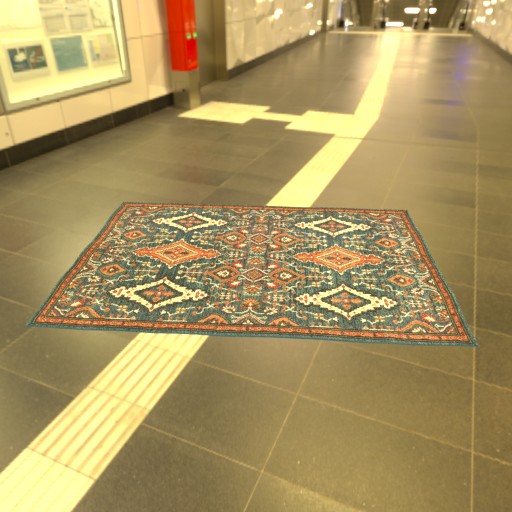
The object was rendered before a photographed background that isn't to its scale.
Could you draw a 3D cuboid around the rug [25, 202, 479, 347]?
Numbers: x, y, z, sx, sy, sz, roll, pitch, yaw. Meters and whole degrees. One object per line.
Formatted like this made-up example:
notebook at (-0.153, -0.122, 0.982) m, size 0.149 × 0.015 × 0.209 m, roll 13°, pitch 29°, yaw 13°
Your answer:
rug at (0.000, 0.000, 2.968) m, size 2.373 × 0.009 × 1.622 m, roll 2°, pitch 31°, yaw 3°
